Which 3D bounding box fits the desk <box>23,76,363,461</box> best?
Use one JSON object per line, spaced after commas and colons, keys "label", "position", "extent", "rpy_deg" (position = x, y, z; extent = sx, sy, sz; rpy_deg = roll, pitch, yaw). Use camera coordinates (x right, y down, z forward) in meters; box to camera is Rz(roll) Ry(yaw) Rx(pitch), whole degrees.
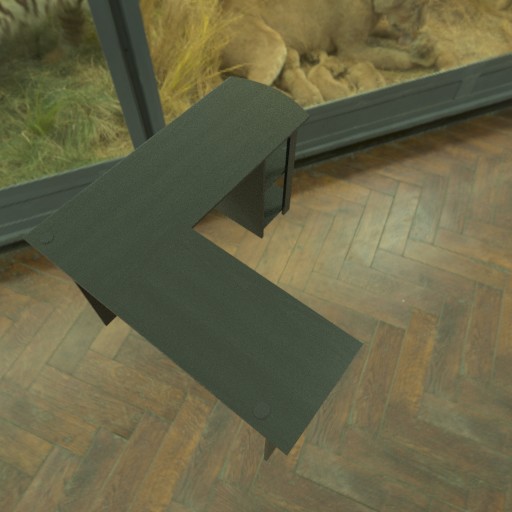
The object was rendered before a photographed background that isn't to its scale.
{"label": "desk", "position": [0.000, 0.000, 2.141], "extent": [1.303, 0.716, 1.361], "rpy_deg": [33, 63, 19]}
